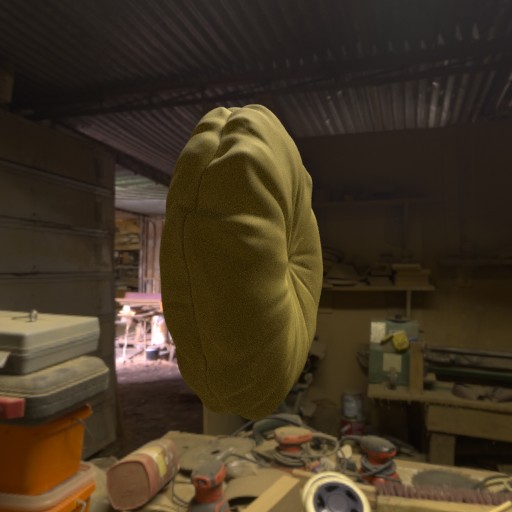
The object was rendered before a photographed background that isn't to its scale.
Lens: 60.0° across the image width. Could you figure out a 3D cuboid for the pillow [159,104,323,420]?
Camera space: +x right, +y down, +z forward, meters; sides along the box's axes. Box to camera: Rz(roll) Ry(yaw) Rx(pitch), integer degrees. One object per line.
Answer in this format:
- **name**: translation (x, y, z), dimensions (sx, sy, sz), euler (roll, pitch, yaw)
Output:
- **pillow**: translation (0.000, 0.000, 0.631), dimensions (0.148, 0.407, 0.428), euler (0, -1, 18)
